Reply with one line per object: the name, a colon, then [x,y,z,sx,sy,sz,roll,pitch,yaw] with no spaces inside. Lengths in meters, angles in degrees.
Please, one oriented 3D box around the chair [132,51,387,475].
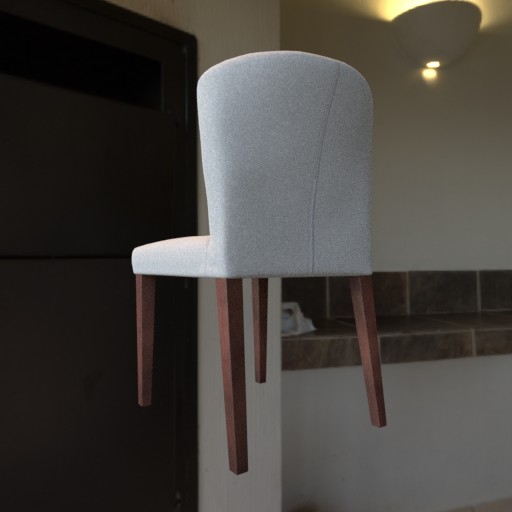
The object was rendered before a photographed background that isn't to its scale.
chair: [0.000,0.000,1.170,0.491,0.839,0.592,1,-1,-36]
